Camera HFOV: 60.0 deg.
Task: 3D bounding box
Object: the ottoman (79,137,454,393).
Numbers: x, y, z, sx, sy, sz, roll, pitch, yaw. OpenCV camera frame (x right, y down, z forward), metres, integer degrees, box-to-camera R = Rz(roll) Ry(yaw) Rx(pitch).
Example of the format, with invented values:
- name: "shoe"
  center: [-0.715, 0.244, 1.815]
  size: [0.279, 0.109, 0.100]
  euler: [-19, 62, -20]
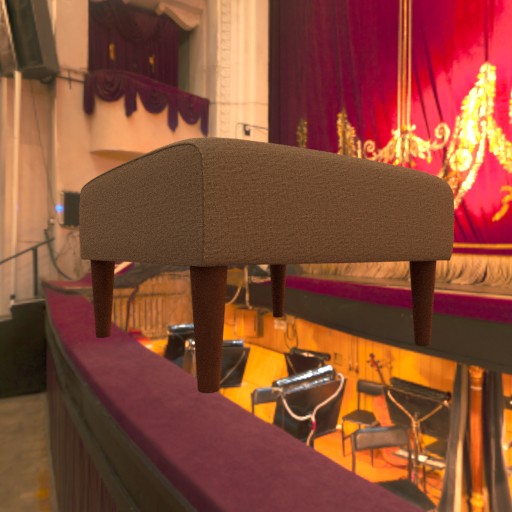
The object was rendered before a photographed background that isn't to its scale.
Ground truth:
- name: "ottoman"
  center: [0.000, 0.000, 1.040]
  size: [0.650, 0.398, 0.649]
  euler: [-1, 1, -36]
